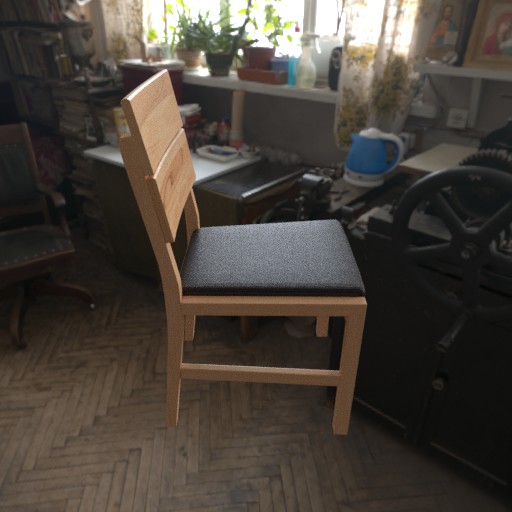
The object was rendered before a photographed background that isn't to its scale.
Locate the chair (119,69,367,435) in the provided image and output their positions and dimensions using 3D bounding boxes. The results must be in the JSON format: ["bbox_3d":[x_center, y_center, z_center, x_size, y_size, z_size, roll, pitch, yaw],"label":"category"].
[{"bbox_3d":[0.000,0.000,1.282,0.560,0.950,0.475,0,30,0],"label":"chair"}]
